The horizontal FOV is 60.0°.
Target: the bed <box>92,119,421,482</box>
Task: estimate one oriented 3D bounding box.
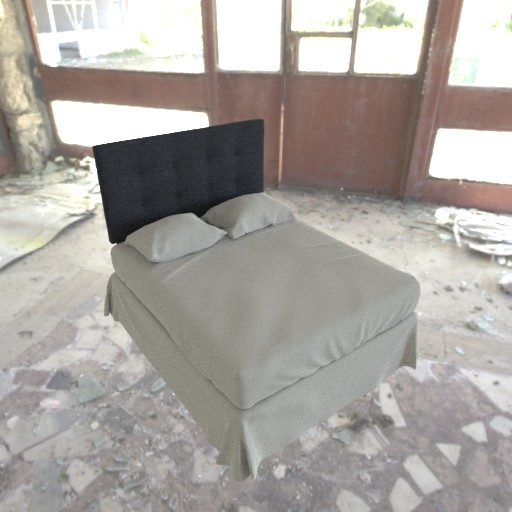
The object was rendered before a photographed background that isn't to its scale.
[{"bbox_3d":[0.000,0.000,3.481,1.936,1.577,2.222,-20,35,-31],"label":"bed"}]
